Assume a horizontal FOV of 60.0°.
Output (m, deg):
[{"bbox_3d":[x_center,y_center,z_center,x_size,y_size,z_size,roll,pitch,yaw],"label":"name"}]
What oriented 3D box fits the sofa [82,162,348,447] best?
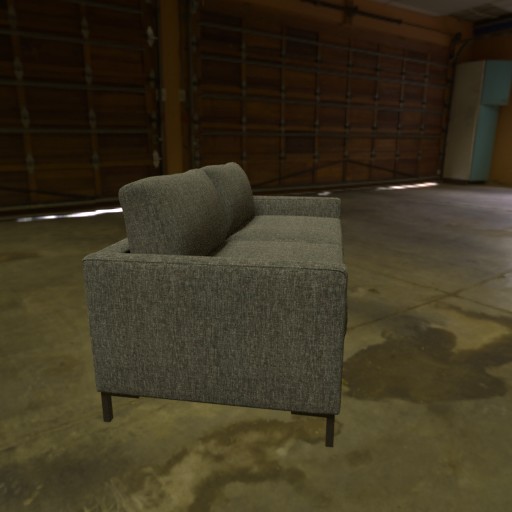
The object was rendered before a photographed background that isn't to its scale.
[{"bbox_3d":[0.000,0.000,2.206,0.866,0.862,1.716,2,15,9],"label":"sofa"}]
